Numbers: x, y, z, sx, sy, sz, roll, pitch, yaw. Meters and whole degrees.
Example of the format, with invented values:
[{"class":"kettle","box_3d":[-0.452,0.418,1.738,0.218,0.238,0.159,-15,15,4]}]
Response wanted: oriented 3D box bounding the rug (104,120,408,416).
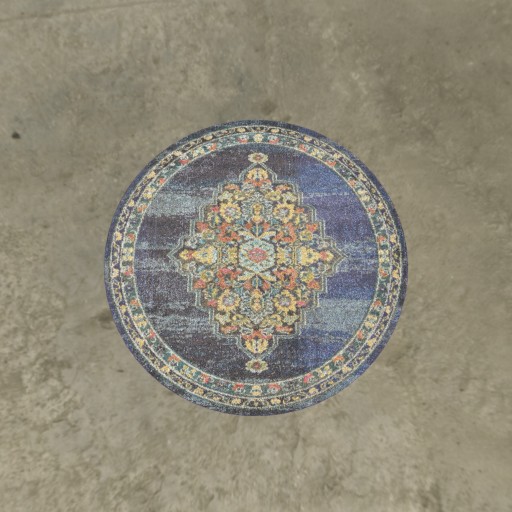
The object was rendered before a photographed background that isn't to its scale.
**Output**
[{"class":"rug","box_3d":[0.000,0.000,3.488,2.386,0.014,2.386,0,76,0]}]
